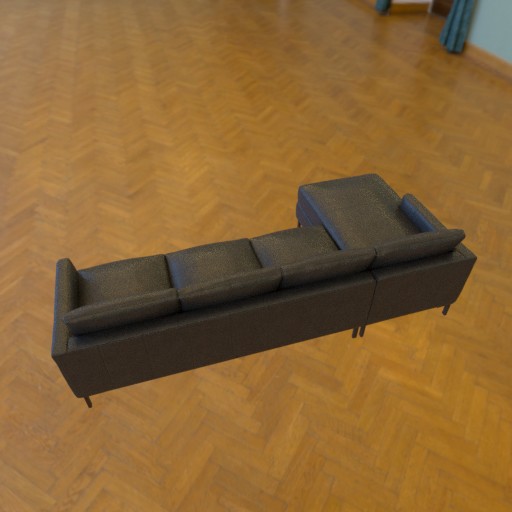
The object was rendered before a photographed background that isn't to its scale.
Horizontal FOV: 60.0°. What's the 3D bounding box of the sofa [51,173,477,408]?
[{"bbox_3d":[0.000,0.000,3.601,2.993,0.859,1.471,-12,43,-13],"label":"sofa"}]
